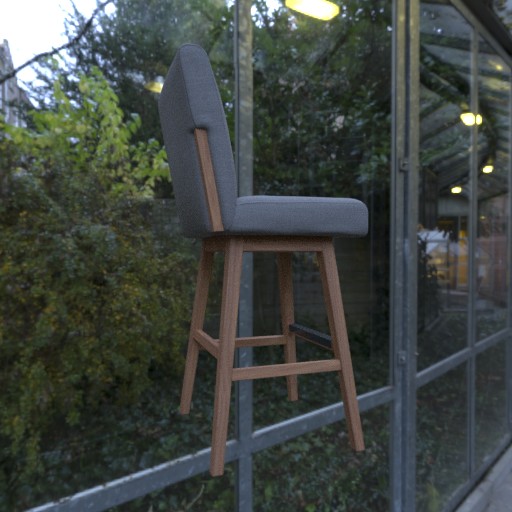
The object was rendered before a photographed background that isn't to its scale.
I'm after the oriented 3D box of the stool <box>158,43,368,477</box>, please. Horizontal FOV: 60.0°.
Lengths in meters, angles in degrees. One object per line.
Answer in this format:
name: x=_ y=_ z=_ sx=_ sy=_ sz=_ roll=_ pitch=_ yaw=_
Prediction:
stool: x=0.000 y=0.000 z=1.408 sx=0.570 sy=1.112 sz=0.483 roll=0 pitch=1 yaw=-20
